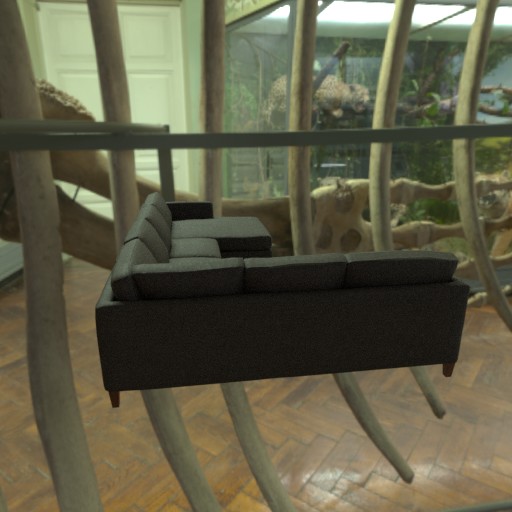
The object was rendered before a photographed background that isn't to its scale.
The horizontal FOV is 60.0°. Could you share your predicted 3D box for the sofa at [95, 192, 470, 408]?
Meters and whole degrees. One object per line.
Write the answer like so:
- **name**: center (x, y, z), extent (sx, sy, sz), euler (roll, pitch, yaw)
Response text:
- **sofa**: center (0.000, 0.000, 4.617), extent (2.594, 0.961, 3.460), euler (-3, 18, -8)
